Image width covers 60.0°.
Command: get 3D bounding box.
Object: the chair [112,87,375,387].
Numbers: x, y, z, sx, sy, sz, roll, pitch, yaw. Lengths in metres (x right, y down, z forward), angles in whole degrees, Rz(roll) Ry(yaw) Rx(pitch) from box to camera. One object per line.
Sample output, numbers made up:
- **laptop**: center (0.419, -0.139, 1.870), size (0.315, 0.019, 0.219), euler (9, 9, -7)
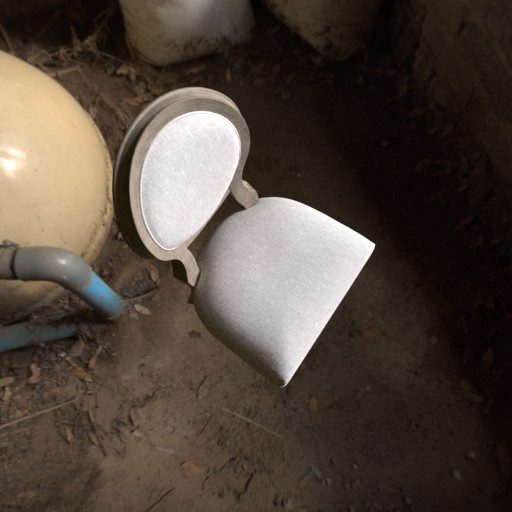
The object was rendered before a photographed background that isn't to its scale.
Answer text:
- **chair**: center (0.000, 0.000, 1.349), size (0.602, 0.990, 0.558), euler (34, 77, 9)
